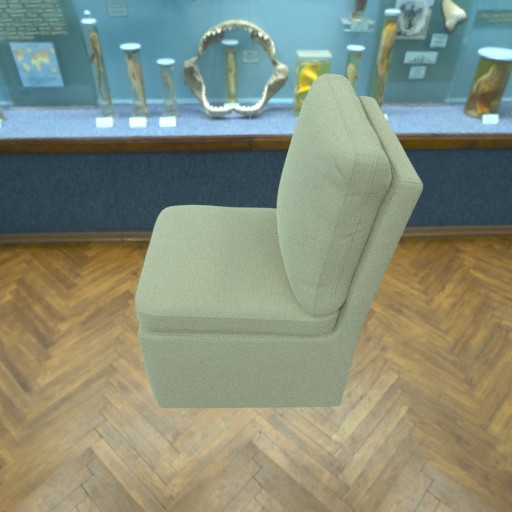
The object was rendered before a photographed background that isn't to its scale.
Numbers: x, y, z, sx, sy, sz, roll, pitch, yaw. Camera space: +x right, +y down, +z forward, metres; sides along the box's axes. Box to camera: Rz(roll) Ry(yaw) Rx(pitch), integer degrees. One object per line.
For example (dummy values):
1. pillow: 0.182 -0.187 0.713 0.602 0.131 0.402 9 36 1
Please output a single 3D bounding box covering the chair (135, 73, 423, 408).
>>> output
1. chair: 0.000 0.000 1.341 0.698 0.927 0.503 0 40 0
